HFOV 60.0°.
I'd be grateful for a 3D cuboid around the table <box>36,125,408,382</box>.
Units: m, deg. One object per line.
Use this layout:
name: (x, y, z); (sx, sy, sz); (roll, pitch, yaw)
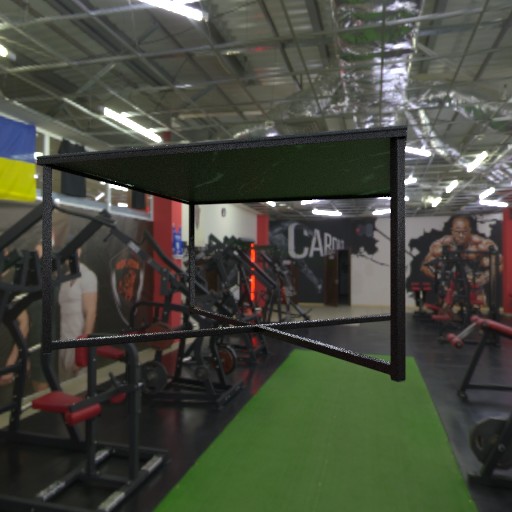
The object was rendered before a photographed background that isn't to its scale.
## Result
table: (0.000, 0.000, 1.269); (0.800, 0.450, 0.800); (0, 0, 17)
